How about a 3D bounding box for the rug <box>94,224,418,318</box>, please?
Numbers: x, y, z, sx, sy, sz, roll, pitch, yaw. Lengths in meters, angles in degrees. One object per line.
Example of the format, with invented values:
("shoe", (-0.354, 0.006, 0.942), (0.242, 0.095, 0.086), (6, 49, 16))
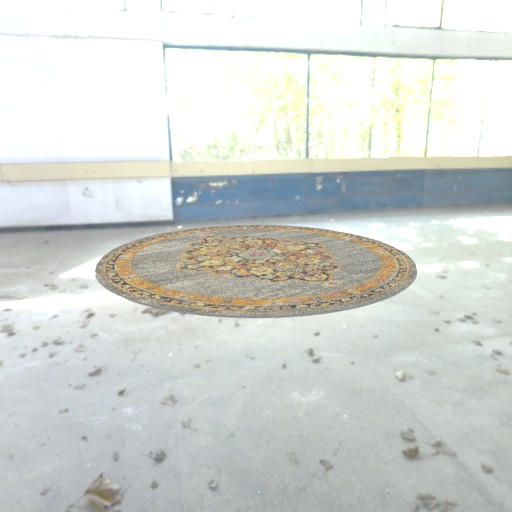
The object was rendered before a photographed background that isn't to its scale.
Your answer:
("rug", (0.000, 0.000, 3.463), (2.382, 0.014, 2.382), (0, 16, 0))
